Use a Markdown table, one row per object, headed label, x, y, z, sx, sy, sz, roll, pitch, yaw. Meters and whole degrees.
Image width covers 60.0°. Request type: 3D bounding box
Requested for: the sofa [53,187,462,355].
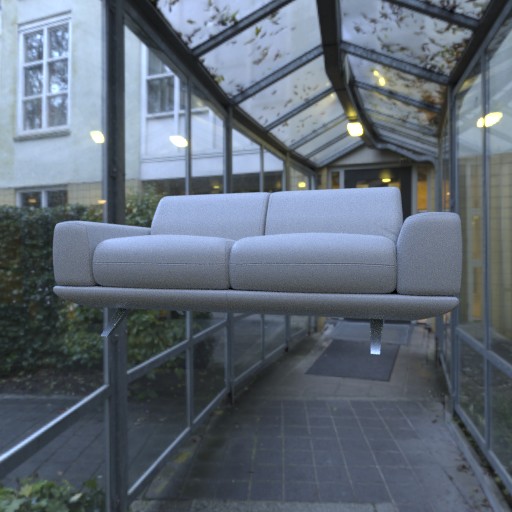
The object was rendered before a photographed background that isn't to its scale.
| label | x | y | z | sx | sy | sz | roll | pitch | yaw |
| --- | --- | --- | --- | --- | --- | --- | --- | --- | --- |
| sofa | 0.000 | 0.000 | 2.354 | 1.901 | 0.772 | 0.900 | 0 | 0 | 17 |
